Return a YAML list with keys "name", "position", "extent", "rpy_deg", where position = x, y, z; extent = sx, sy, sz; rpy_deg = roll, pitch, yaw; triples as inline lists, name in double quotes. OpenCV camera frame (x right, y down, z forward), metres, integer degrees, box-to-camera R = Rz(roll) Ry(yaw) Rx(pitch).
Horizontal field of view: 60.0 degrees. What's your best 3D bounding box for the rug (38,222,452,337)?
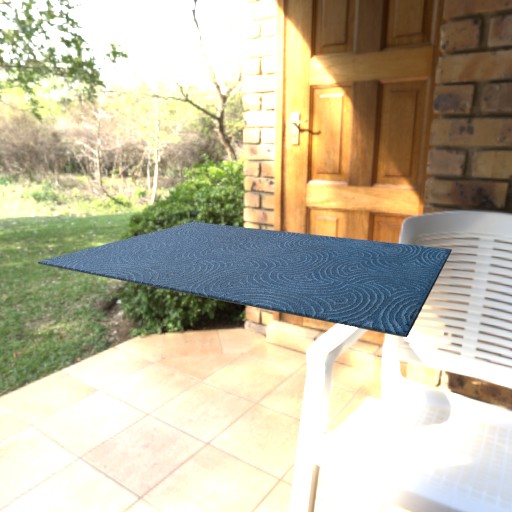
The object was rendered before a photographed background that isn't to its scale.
- name: "rug"
  position: [0.000, 0.000, 2.813]
  extent: [2.144, 0.015, 1.543]
  rpy_deg: [8, 17, 28]
